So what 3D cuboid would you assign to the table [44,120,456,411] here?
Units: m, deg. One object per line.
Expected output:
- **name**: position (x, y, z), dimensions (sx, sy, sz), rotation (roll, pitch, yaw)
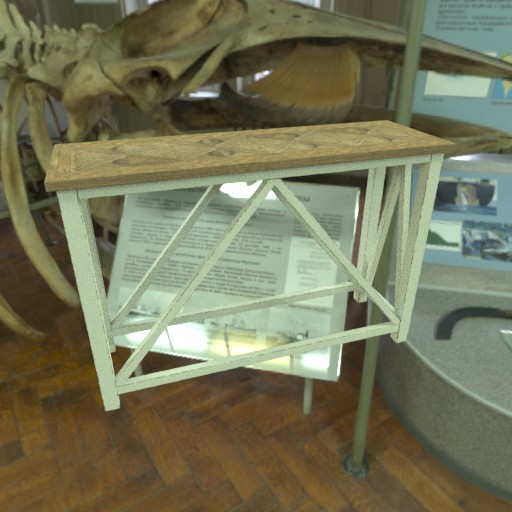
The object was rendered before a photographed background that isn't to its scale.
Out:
- **table**: position (0.000, 0.000, 1.842), dimensions (1.400, 0.930, 0.450), rotation (-9, 29, -16)
